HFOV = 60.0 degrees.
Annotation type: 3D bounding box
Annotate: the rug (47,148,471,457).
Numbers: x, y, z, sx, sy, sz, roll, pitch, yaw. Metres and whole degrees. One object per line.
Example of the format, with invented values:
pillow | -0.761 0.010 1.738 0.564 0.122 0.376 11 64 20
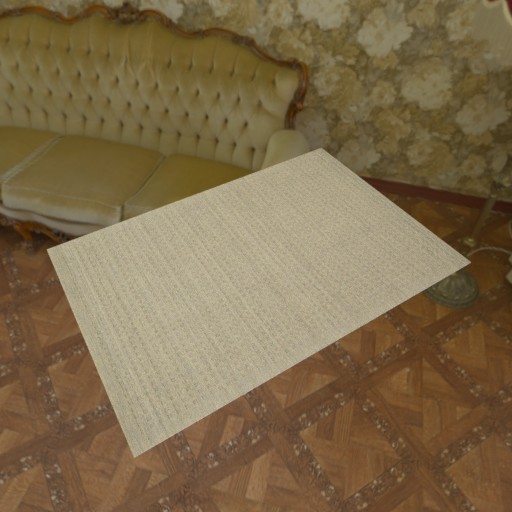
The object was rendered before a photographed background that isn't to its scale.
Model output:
rug | 0.000 0.000 3.662 2.895 0.006 1.981 -24 51 -21
